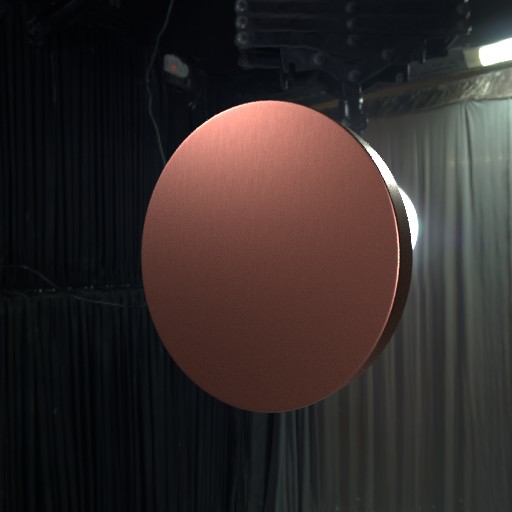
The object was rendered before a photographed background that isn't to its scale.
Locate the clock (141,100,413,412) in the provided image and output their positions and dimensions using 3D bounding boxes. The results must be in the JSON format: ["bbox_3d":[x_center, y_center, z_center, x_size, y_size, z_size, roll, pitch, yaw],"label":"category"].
[{"bbox_3d":[0.000,0.000,0.468,0.313,0.313,0.040,0,-1,34],"label":"clock"}]
